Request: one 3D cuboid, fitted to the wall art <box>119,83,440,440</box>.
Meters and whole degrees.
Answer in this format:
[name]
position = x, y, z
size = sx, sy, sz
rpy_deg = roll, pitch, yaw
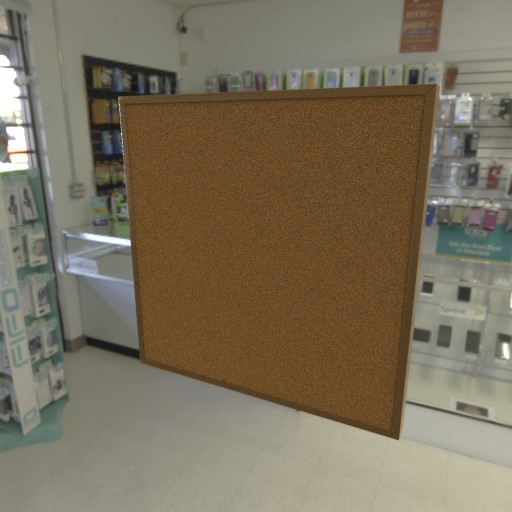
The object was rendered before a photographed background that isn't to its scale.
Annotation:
[wall art]
position = 0.000, 0.000, 0.726
size = 0.505, 0.505, 0.037
rpy_deg = 8, 18, 26
